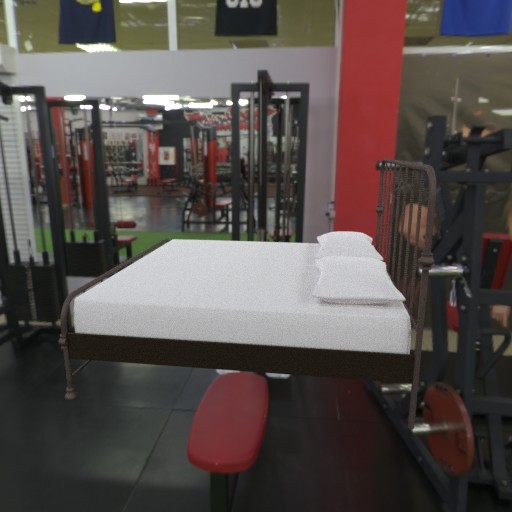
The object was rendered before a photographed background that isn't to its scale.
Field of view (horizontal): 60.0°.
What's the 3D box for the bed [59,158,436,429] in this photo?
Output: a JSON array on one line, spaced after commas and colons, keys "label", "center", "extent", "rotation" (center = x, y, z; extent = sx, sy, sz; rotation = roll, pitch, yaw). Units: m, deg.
[{"label": "bed", "center": [0.000, 0.000, 3.421], "extent": [2.134, 1.446, 2.044], "rotation": [2, 14, 8]}]
